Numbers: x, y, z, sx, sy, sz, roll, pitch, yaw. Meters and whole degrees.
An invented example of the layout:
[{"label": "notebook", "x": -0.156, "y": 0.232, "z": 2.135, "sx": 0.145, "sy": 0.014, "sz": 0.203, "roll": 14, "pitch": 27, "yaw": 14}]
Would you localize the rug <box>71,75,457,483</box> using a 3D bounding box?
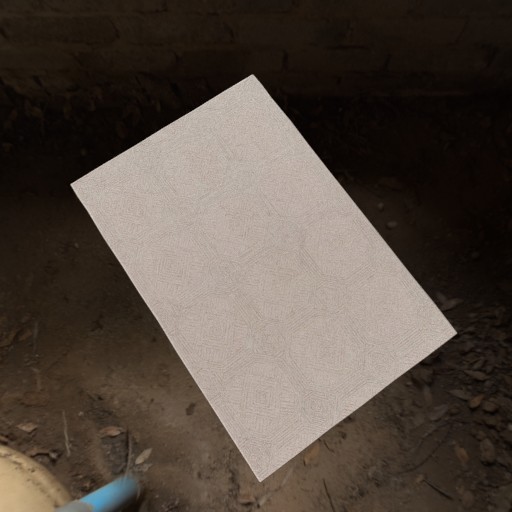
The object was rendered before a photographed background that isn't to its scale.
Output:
[{"label": "rug", "x": 0.000, "y": 0.000, "z": 2.355, "sx": 1.236, "sy": 0.009, "sz": 1.839, "roll": -34, "pitch": 79, "yaw": -8}]
